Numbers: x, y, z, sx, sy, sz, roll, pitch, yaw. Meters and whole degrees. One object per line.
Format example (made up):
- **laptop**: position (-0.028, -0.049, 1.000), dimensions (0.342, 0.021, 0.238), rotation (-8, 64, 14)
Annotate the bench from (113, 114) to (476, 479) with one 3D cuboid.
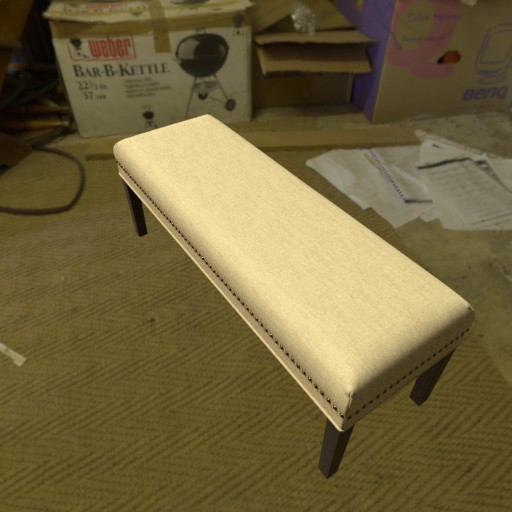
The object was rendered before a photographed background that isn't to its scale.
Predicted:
- **bench**: position (0.000, 0.000, 1.423), dimensions (0.410, 0.457, 1.219), rotation (-25, 49, -25)
